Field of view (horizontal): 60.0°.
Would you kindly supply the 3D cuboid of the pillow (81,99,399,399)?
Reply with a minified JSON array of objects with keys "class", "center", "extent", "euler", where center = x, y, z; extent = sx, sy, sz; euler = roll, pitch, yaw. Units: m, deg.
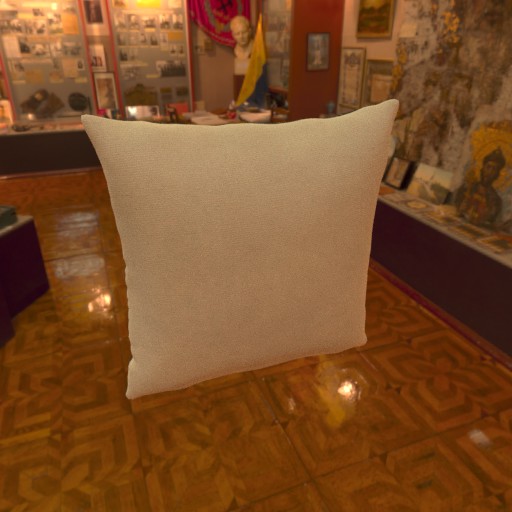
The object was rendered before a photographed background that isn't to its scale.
[{"class":"pillow","center":[0.000,0.000,0.668],"extent":[0.433,0.434,0.196],"euler":[-9,27,-17]}]
